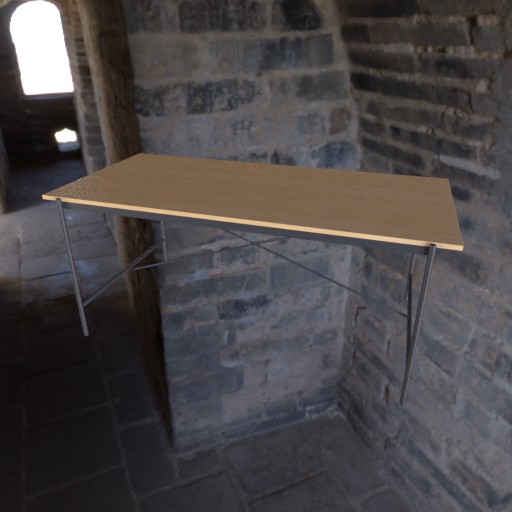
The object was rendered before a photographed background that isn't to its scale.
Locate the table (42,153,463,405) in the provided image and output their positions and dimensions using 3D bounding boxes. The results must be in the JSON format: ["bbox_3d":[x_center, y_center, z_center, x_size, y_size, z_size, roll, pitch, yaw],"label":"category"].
[{"bbox_3d":[0.000,0.000,2.330,1.800,0.758,0.900,8,28,16],"label":"table"}]
